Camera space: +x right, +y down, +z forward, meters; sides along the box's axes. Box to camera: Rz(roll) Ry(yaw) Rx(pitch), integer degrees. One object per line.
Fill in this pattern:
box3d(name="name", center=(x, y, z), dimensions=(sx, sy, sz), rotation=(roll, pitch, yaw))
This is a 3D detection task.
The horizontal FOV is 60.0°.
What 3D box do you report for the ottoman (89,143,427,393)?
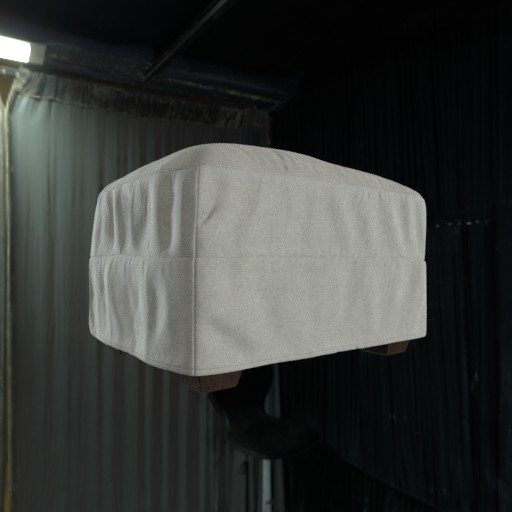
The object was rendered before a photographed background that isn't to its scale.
box3d(name="ottoman", center=(0.000, 0.000, 1.122), dimensions=(0.712, 0.480, 0.584), rotation=(0, -1, -37))
